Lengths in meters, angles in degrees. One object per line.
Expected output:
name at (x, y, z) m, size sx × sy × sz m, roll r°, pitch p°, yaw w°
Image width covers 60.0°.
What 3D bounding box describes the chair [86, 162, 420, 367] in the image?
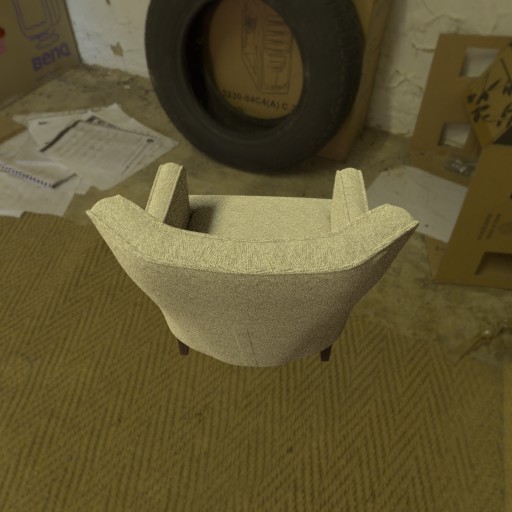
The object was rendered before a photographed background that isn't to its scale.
chair at (0.000, 0.000, 1.643) m, size 0.820 × 0.920 × 0.910 m, roll 2°, pitch 47°, yaw 2°
